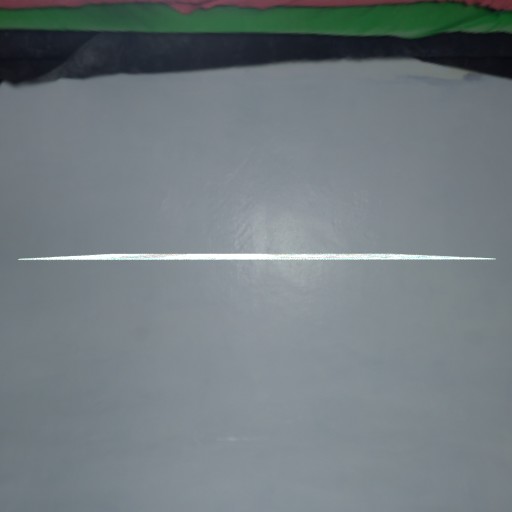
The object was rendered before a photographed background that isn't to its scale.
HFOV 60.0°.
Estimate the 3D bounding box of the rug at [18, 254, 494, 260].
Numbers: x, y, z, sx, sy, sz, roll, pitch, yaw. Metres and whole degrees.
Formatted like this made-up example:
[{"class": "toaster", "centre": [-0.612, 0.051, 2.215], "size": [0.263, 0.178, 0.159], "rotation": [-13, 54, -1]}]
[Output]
[{"class": "rug", "centre": [0.000, 0.000, 2.927], "size": [2.363, 0.004, 1.566], "rotation": [0, 1, -1]}]
